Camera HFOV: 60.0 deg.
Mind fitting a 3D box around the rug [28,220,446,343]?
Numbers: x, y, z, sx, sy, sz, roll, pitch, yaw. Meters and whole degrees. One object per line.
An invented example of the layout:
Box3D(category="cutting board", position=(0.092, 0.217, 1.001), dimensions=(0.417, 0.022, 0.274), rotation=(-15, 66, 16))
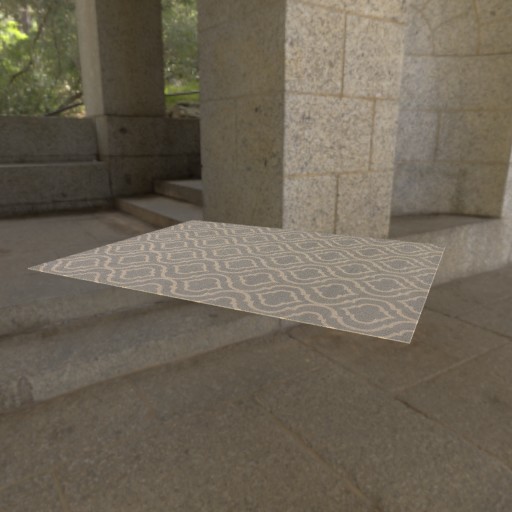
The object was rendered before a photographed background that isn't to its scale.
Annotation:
Box3D(category="rug", position=(0.000, 0.000, 3.861), dimensions=(2.892, 0.006, 2.283), rotation=(8, 17, 26))
